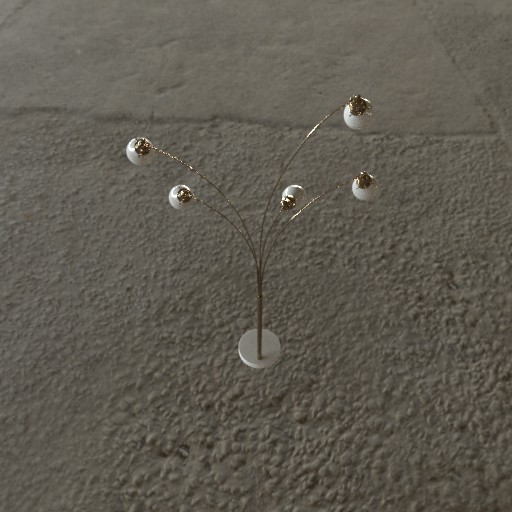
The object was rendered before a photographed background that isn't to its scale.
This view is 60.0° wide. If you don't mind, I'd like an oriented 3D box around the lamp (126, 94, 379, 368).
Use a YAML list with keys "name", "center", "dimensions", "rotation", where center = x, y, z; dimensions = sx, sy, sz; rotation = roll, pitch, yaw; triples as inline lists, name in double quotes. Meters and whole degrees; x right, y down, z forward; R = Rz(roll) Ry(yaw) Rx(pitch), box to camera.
- name: "lamp"
  center: [0.000, 0.000, 2.978]
  dimensions: [1.405, 2.423, 0.361]
  rotation: [2, 48, 2]
